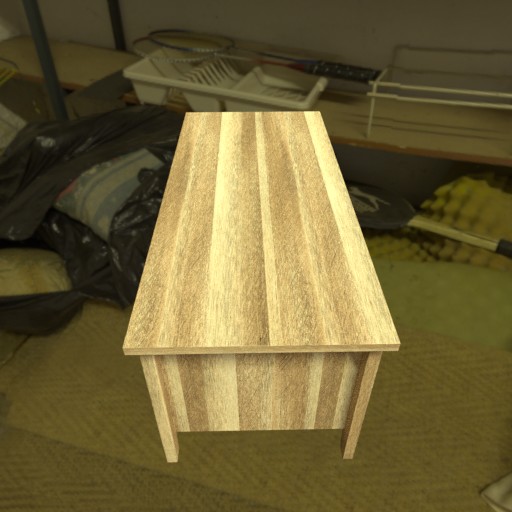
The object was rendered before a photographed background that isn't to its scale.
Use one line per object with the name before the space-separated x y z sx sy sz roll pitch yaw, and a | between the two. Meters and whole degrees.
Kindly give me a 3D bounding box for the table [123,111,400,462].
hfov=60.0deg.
table | 0.000 0.000 1.360 0.493 0.480 1.095 -1 39 -1
